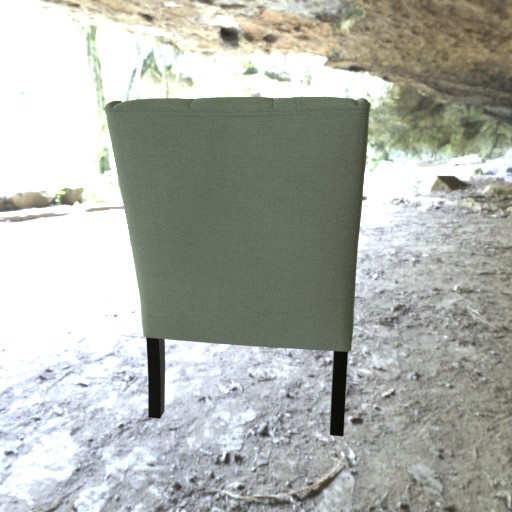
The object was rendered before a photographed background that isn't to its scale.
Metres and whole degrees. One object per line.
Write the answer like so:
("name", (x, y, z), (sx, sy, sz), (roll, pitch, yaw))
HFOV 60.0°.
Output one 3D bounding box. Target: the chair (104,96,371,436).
("chair", (0.000, 0.000, 1.318), (0.569, 0.853, 0.676), (2, 16, 8))
